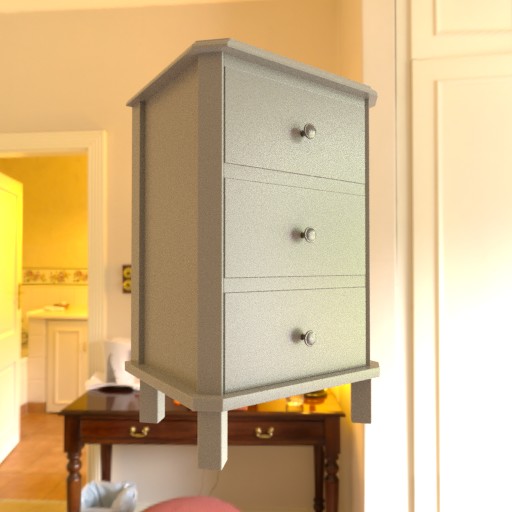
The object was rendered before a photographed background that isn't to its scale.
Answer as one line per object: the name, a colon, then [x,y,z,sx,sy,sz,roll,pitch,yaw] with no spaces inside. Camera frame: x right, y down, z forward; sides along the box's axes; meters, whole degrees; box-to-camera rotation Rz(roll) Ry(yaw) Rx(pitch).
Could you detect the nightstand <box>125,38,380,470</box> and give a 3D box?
nightstand: [0.000,0.000,0.924,0.435,0.680,0.348,1,-1,-35]
